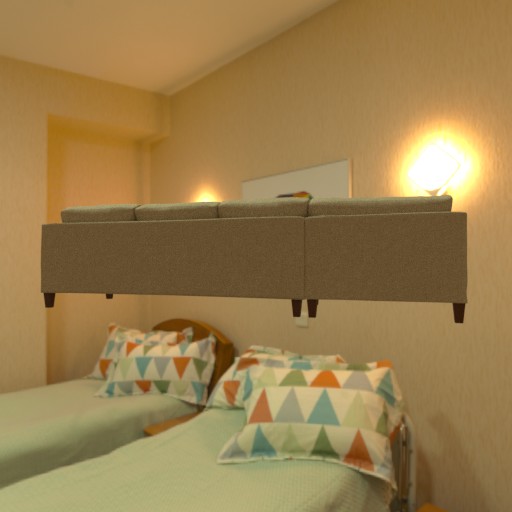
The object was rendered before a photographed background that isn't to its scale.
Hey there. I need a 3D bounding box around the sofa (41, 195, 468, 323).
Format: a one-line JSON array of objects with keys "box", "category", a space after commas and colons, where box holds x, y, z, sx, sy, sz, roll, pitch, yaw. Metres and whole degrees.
[{"box": [0.000, 0.000, 3.923, 3.186, 0.846, 1.625, 0, 0, 16], "category": "sofa"}]
